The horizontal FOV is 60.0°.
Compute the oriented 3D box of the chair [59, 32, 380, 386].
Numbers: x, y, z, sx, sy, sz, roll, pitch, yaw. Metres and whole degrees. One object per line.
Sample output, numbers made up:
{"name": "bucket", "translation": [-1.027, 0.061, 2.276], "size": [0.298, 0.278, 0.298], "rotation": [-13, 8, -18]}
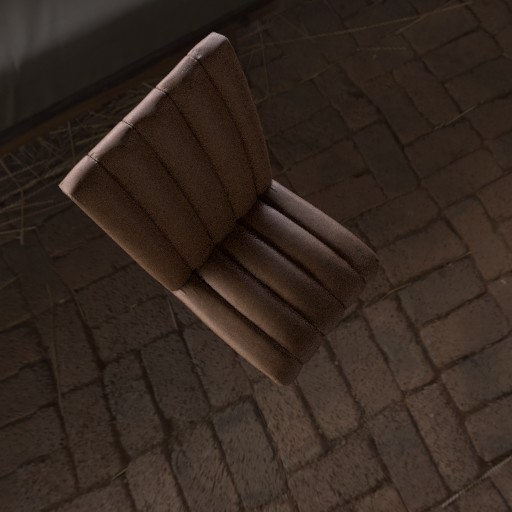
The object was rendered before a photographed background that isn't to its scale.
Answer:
{"name": "chair", "translation": [0.000, 0.000, 1.349], "size": [0.647, 1.016, 0.511], "rotation": [39, 79, 9]}
